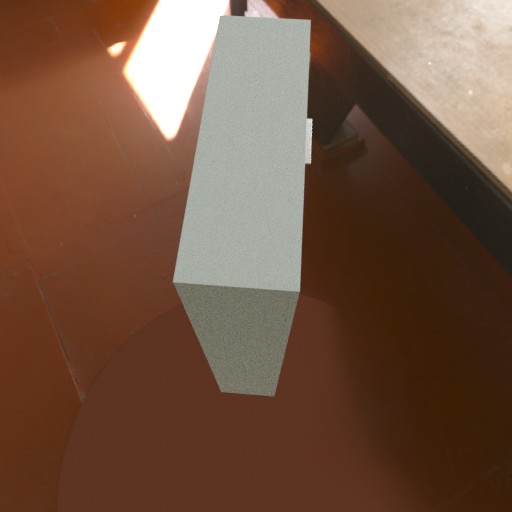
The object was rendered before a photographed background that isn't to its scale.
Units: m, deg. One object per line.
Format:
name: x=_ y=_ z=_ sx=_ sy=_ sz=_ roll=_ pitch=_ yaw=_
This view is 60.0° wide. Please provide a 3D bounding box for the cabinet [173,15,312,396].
cabinet: x=0.000 y=0.000 z=1.557 sx=0.250 sy=1.280 sz=0.750 roll=4 pitch=64 yaw=2
